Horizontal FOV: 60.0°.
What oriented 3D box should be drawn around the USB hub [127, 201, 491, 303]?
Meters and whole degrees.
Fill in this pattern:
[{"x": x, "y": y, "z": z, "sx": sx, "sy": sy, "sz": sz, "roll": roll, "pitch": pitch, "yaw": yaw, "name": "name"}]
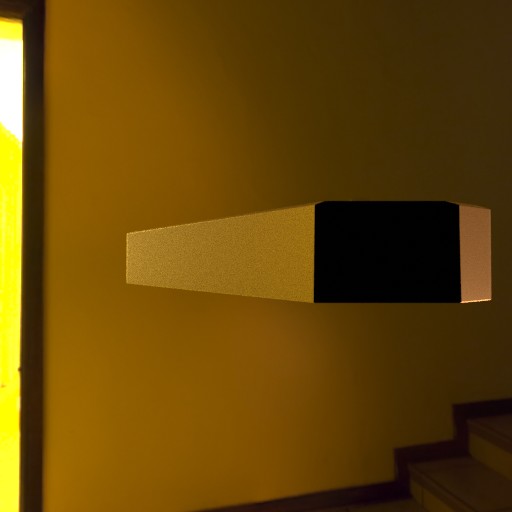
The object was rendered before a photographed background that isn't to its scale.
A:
[{"x": 0.000, "y": 0.000, "z": 0.156, "sx": 0.044, "sy": 0.023, "sz": 0.145, "roll": 1, "pitch": -1, "yaw": -36, "name": "USB hub"}]
